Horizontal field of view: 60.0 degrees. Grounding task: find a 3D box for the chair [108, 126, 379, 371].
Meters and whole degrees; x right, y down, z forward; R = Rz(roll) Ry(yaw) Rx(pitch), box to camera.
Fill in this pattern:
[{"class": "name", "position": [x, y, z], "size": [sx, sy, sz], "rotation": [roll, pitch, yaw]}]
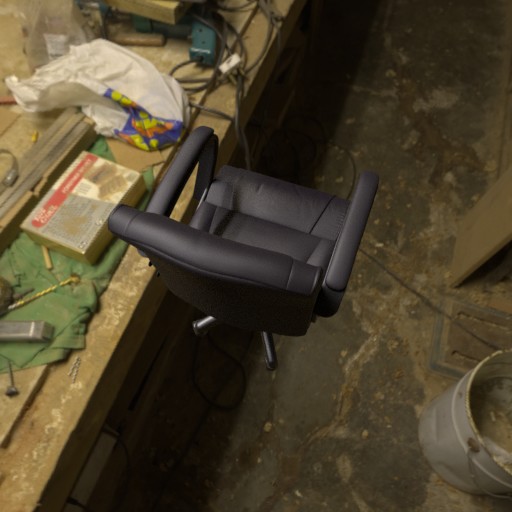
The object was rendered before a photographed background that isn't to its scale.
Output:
[{"class": "chair", "position": [0.000, 0.000, 1.378], "size": [0.576, 0.998, 0.641], "rotation": [18, 62, 10]}]
